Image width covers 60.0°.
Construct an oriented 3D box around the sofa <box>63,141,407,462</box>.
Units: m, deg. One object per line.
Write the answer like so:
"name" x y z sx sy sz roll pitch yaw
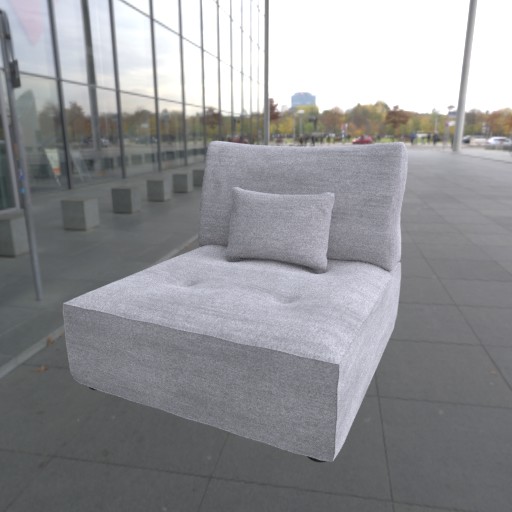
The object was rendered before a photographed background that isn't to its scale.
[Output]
"sofa" 0.000 0.000 1.658 0.930 0.820 1.000 7 17 25
